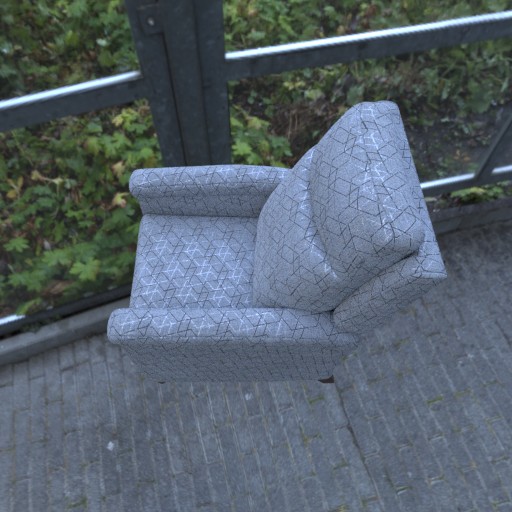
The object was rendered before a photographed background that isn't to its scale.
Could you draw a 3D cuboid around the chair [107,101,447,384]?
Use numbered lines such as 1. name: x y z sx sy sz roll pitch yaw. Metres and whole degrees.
1. chair: 0.000 0.000 1.683 0.987 1.048 0.753 -2 59 -1
